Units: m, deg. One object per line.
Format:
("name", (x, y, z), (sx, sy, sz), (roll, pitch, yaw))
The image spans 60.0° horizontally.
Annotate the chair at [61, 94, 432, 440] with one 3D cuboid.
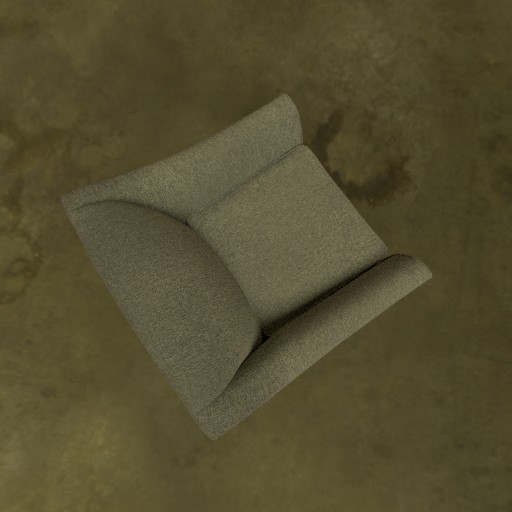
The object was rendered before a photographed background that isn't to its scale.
("chair", (0.000, 0.000, 1.458), (0.787, 0.839, 0.763), (-34, 78, -8))
